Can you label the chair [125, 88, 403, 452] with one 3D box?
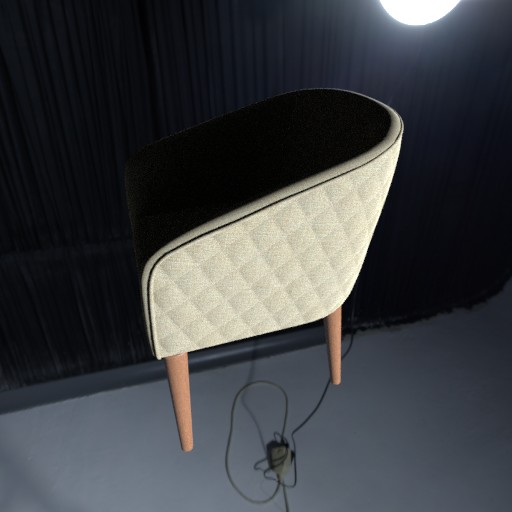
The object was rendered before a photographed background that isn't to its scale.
[{"bbox_3d":[0.000,0.000,1.182,0.616,0.775,0.584,-9,33,-14],"label":"chair"}]
